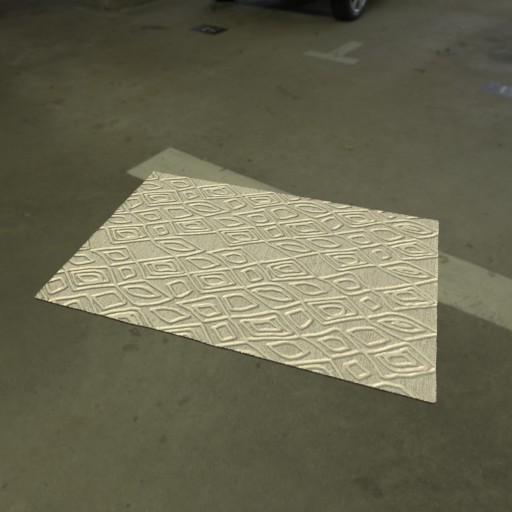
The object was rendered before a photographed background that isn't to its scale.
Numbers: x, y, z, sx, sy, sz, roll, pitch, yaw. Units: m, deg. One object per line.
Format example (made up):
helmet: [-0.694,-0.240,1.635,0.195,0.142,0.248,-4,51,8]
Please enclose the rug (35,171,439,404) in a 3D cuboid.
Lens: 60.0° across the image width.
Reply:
rug: [0.000,0.000,2.332,1.832,0.016,1.224,12,43,13]
